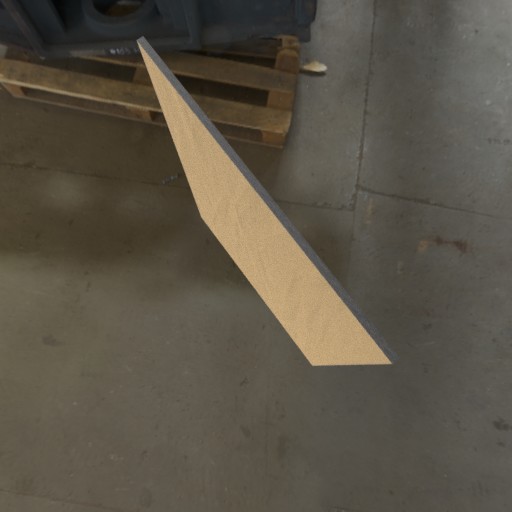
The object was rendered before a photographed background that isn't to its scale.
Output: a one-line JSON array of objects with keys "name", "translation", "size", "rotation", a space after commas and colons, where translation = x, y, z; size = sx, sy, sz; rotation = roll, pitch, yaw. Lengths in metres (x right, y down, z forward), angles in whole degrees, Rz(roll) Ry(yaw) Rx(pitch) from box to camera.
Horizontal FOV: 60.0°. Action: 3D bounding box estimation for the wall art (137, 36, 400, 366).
[{"name": "wall art", "translation": [0.000, 0.000, 1.381], "size": [0.016, 1.116, 0.810], "rotation": [-36, 79, -8]}]
